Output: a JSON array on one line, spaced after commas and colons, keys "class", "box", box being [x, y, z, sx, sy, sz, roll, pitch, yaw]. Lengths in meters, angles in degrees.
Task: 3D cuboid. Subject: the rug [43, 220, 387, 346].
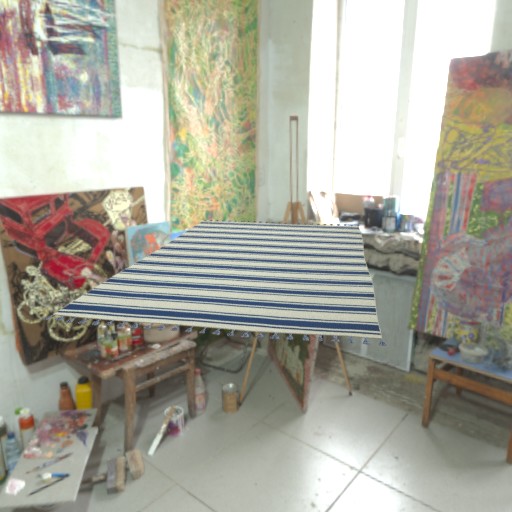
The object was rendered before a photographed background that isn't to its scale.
[{"class": "rug", "box": [0.000, 0.000, 2.536, 1.248, 0.009, 2.108, 3, 15, 10]}]
